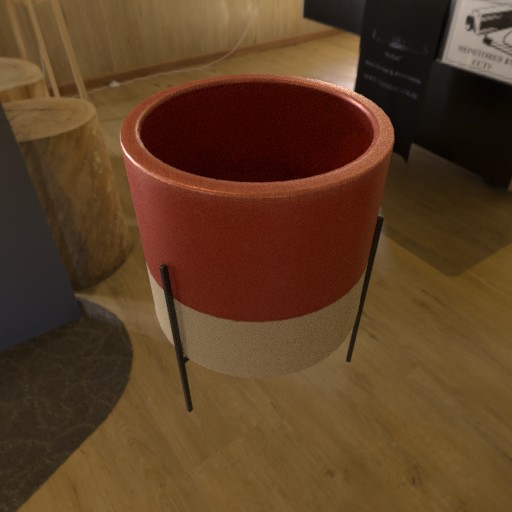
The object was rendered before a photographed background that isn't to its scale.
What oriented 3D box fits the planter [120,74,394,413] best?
[{"bbox_3d":[0.000,0.000,0.718,0.345,0.465,0.354,-13,43,-15],"label":"planter"}]
